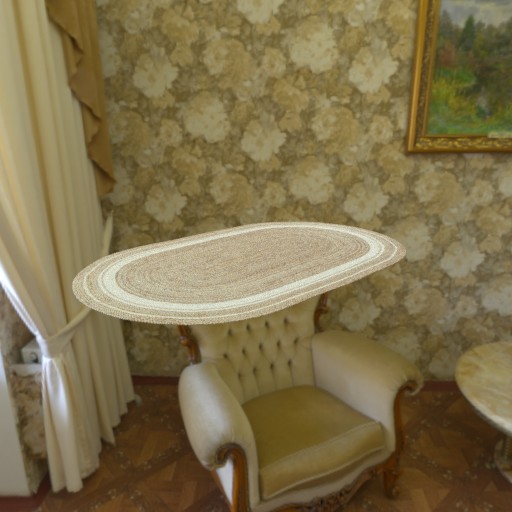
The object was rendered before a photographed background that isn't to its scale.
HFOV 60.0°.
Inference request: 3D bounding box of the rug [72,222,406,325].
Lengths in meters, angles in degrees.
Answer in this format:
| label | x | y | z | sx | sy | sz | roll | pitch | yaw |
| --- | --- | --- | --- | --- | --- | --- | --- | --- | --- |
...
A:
| label | x | y | z | sx | sy | sz | roll | pitch | yaw |
| --- | --- | --- | --- | --- | --- | --- | --- | --- | --- |
| rug | 0.000 | 0.000 | 3.073 | 2.432 | 0.006 | 1.520 | -15 | 23 | -41 |
